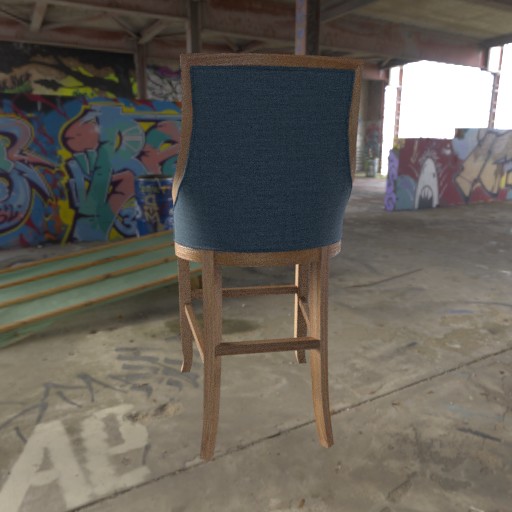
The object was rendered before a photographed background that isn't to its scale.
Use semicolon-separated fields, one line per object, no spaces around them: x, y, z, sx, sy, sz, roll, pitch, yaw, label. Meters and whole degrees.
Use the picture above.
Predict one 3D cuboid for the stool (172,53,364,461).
0.000;0.000;1.431;0.524;1.101;0.626;-2;14;-9;stool
